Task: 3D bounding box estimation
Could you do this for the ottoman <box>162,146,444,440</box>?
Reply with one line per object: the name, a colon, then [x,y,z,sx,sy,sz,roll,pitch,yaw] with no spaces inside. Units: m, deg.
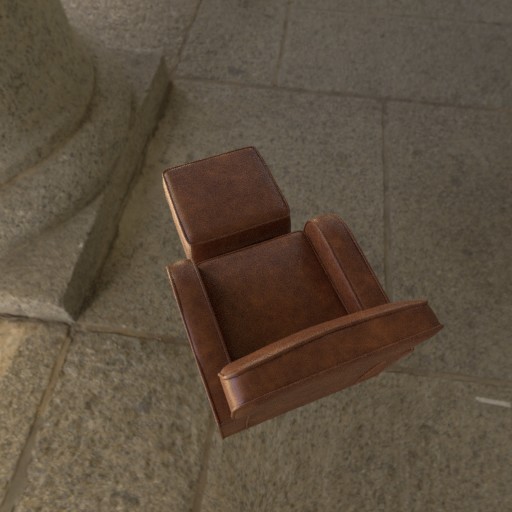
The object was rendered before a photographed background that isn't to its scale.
ottoman: [0.000,0.000,1.838,0.732,0.904,1.314,-18,60,-11]
